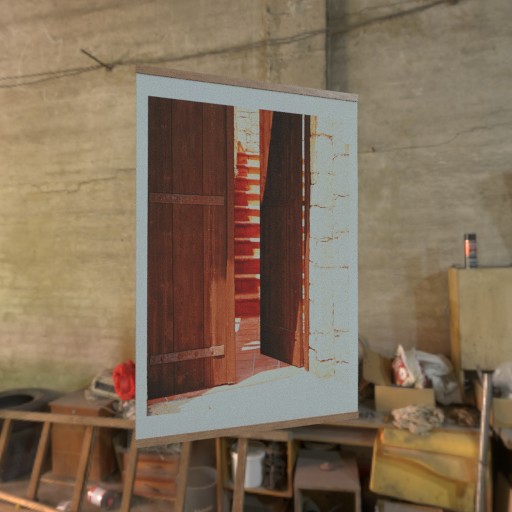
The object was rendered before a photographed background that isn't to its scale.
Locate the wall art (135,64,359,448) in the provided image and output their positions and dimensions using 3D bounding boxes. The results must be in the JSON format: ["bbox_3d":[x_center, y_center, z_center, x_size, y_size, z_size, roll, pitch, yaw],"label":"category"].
[{"bbox_3d":[0.000,0.000,1.929,1.019,1.527,0.019,0,0,-19],"label":"wall art"}]
